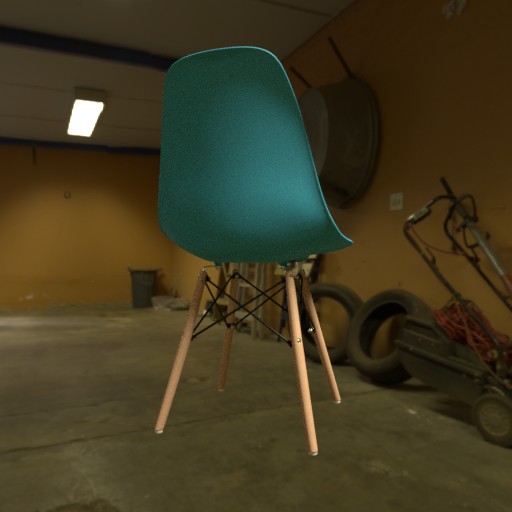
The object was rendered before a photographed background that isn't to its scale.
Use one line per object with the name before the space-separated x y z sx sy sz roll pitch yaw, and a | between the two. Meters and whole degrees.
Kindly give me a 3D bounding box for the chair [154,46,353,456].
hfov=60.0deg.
chair | 0.000 0.000 1.139 0.470 0.826 0.531 0 -1 19
